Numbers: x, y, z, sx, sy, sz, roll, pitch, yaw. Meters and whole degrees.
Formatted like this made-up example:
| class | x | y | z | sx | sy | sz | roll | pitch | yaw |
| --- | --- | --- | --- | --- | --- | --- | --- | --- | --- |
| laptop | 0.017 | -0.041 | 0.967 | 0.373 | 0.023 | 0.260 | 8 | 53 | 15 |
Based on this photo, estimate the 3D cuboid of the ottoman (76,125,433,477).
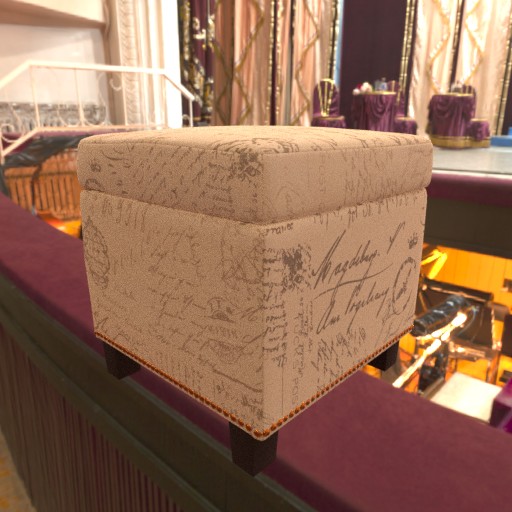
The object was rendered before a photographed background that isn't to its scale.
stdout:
| class | x | y | z | sx | sy | sz | roll | pitch | yaw |
| --- | --- | --- | --- | --- | --- | --- | --- | --- | --- |
| ottoman | 0.000 | 0.000 | 0.811 | 0.449 | 0.457 | 0.450 | 15 | 22 | 41 |
